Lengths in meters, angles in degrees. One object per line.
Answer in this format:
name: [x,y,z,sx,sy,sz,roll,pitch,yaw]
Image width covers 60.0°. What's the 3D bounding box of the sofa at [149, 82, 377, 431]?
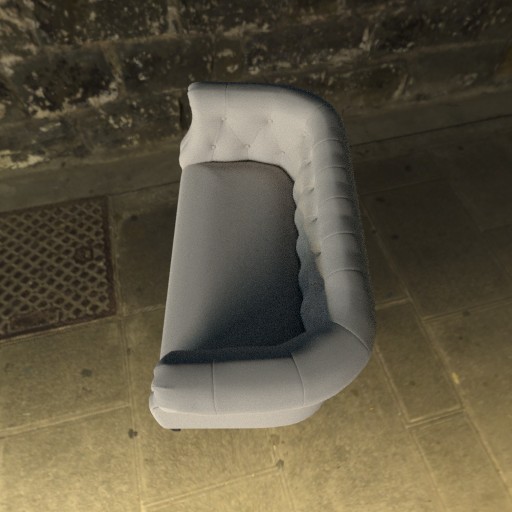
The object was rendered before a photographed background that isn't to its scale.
sofa: [0.000,0.000,2.049,0.835,0.827,1.558,0,57,0]
